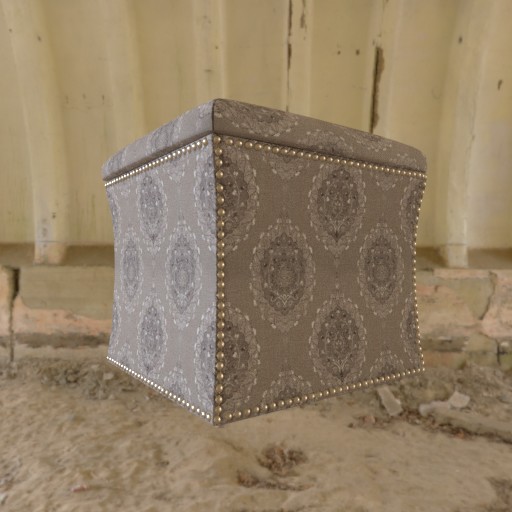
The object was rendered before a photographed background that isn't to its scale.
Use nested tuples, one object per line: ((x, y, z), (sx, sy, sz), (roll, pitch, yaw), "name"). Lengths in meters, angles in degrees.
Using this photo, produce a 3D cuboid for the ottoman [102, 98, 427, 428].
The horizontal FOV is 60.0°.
((0.000, 0.000, 0.913), (0.507, 0.473, 0.497), (0, 0, -35), "ottoman")
